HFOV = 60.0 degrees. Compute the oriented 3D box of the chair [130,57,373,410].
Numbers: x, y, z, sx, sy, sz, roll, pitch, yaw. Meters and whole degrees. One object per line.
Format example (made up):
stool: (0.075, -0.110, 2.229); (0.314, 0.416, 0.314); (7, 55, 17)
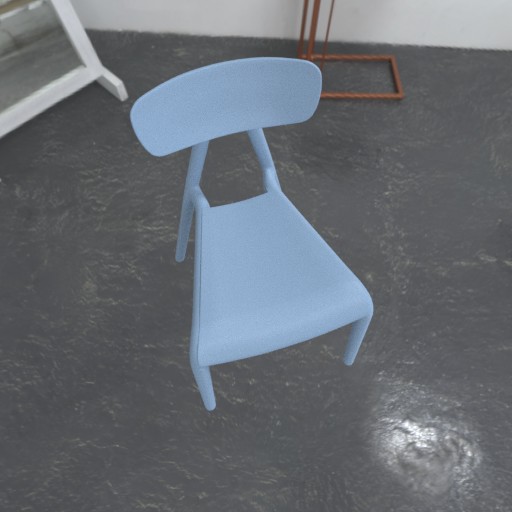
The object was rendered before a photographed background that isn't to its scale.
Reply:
chair: (0.000, 0.000, 0.833); (0.356, 0.580, 0.401); (-16, 65, -8)
